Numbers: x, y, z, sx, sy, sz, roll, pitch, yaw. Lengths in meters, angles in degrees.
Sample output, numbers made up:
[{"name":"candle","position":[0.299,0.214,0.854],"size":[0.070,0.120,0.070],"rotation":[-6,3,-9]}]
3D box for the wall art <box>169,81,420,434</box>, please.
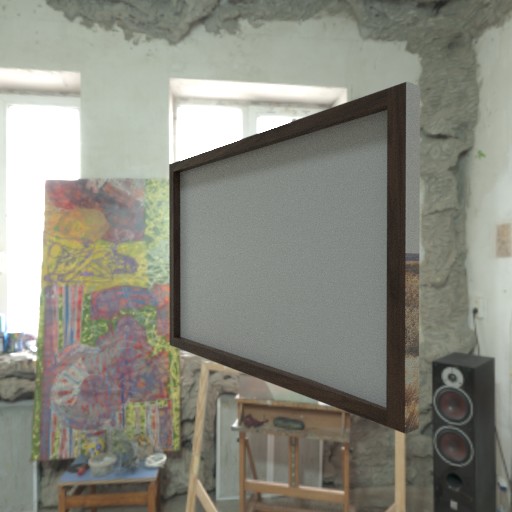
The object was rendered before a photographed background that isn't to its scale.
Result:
[{"name":"wall art","position":[0.000,0.000,1.423],"size":[0.051,0.761,1.138],"rotation":[0,1,-37]}]
